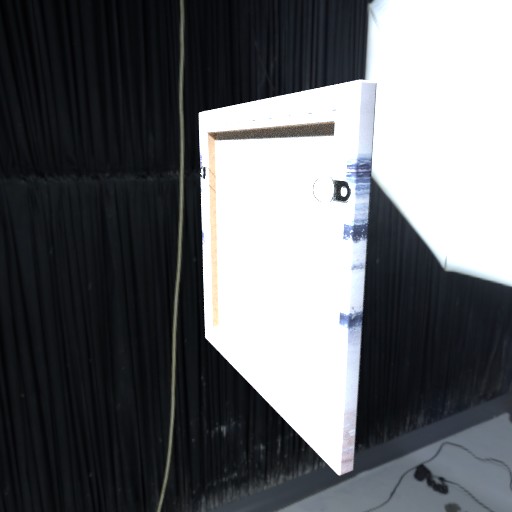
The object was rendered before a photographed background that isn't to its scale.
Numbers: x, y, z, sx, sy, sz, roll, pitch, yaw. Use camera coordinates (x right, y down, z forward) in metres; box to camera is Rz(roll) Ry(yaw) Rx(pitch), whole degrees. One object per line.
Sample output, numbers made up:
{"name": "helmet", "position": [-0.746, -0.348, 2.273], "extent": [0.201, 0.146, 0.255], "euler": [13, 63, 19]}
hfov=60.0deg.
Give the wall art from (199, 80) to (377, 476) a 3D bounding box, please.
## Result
{"name": "wall art", "position": [0.000, 0.000, 1.128], "extent": [0.065, 0.747, 0.755], "euler": [-7, 15, -26]}
